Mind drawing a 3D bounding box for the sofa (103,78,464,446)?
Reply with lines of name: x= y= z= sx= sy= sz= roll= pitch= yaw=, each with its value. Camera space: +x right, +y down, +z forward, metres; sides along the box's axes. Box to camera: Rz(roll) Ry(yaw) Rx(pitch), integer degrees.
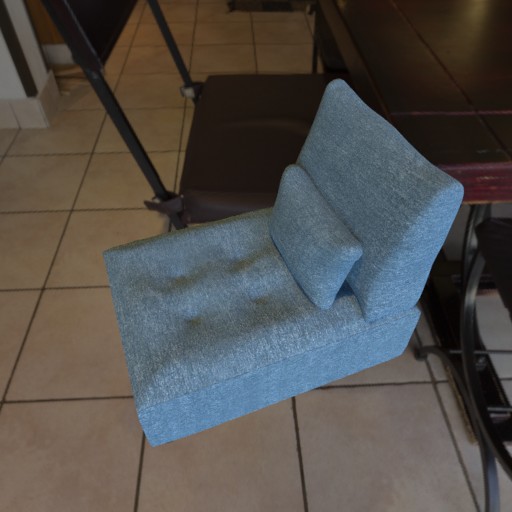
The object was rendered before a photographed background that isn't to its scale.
sofa: x=0.000 y=0.000 z=1.517 sx=1.000 sy=0.820 sz=0.700 roll=-16 pitch=48 yaw=-15
